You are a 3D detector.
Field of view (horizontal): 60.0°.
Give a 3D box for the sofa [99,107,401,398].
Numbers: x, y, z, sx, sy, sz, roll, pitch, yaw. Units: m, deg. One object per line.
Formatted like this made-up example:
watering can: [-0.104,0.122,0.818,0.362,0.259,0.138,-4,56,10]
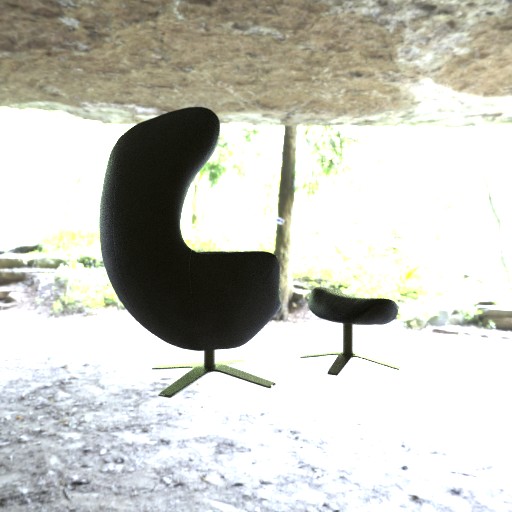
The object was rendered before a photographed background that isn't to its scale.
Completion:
sofa: [0.000,0.000,2.160,1.444,1.135,0.894,0,1,-17]
